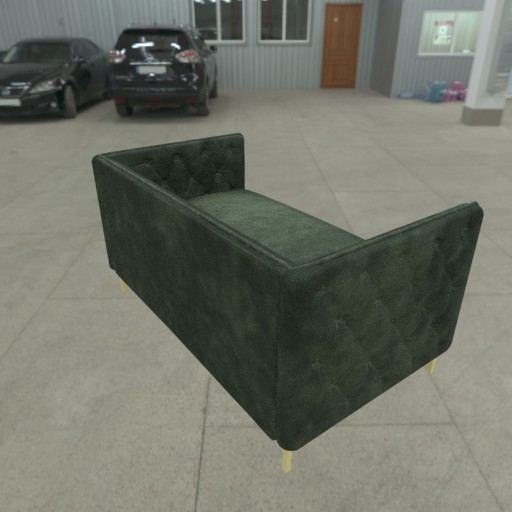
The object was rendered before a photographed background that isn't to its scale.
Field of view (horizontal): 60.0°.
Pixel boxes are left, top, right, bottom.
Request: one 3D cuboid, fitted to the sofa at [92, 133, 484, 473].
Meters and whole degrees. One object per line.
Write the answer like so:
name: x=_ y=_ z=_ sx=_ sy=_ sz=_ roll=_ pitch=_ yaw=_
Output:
sofa: x=0.000 y=0.000 z=2.002 sx=0.895 sy=0.768 sz=1.537 roll=-19 pitch=32 yaw=-32
